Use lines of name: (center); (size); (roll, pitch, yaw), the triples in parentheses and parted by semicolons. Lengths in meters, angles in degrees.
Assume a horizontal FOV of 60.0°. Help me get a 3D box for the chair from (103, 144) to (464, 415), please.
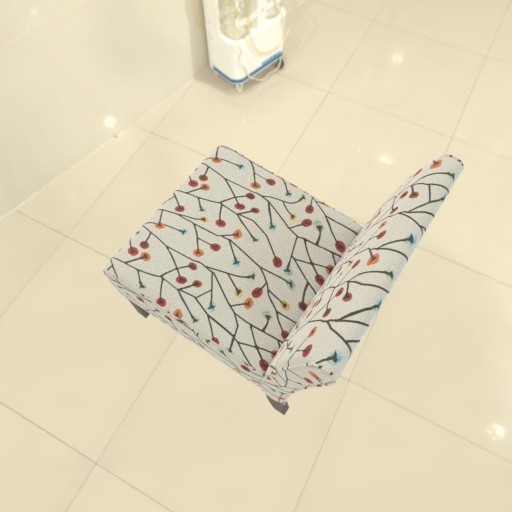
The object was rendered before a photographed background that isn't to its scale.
chair: (0.000, 0.000, 1.311); (0.732, 0.813, 0.597); (32, 67, 15)
